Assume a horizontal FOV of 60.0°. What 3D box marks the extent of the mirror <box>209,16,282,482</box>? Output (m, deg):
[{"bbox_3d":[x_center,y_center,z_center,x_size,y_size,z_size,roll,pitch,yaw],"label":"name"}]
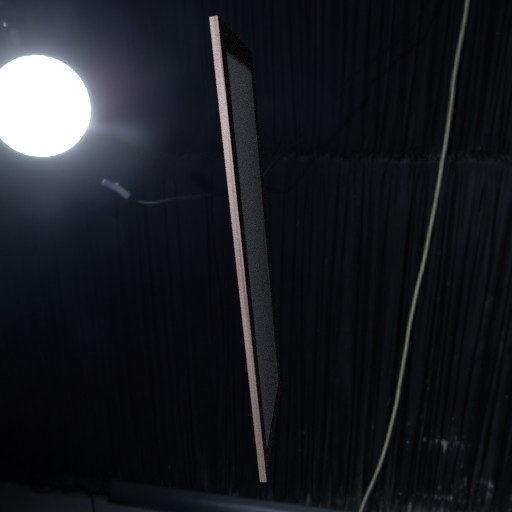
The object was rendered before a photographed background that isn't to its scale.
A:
[{"bbox_3d":[0.000,0.000,2.245,0.221,2.020,0.812,2,16,8],"label":"mirror"}]
